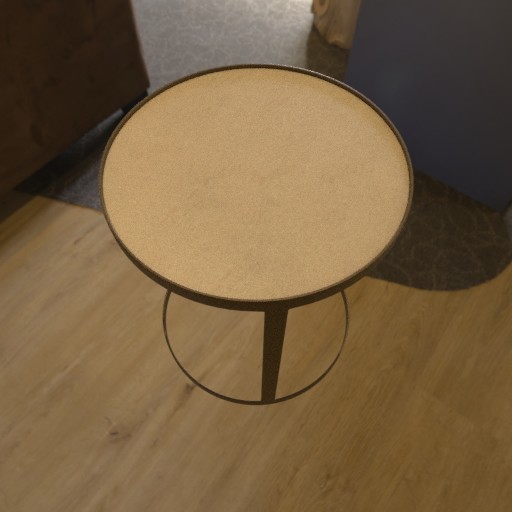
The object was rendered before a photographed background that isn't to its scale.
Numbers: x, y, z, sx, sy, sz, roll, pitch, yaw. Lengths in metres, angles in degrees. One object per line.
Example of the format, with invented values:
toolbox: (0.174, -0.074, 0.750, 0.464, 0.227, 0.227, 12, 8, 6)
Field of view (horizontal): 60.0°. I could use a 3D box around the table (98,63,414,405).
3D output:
table: (0.000, 0.000, 0.926, 0.480, 0.565, 0.480, 0, 59, 0)
